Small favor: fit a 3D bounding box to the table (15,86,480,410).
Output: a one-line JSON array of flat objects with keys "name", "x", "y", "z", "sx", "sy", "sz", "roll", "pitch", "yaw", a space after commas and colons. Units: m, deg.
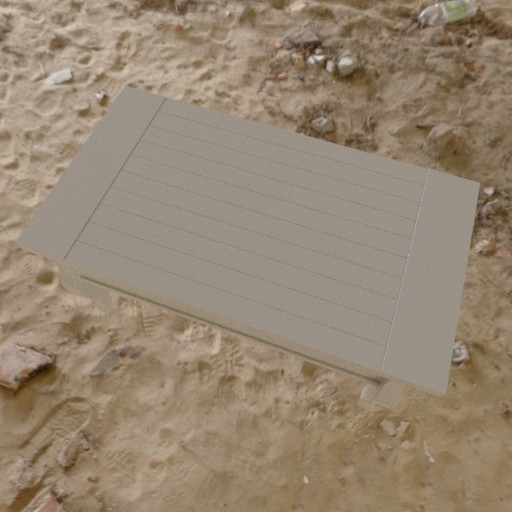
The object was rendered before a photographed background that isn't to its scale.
[{"name": "table", "x": 0.000, "y": 0.000, "z": 1.361, "sx": 1.062, "sy": 0.495, "sz": 0.600, "roll": 18, "pitch": 64, "yaw": 9}]
